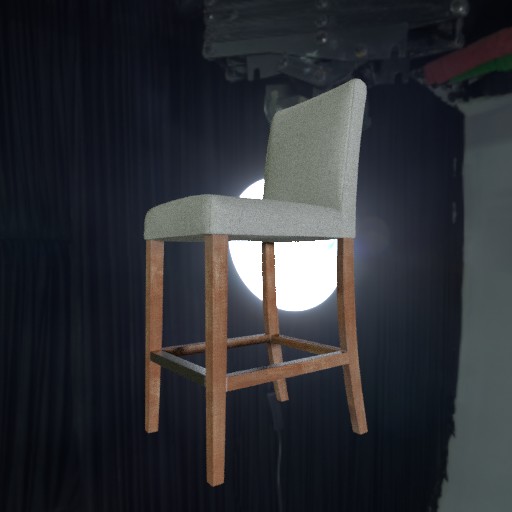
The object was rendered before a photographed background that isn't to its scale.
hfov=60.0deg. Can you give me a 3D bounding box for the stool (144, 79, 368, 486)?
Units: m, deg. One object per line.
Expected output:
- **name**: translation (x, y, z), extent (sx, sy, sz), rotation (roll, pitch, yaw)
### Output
- **stool**: translation (0.000, 0.000, 1.372), extent (0.570, 1.088, 0.439), rotation (0, 0, -35)
